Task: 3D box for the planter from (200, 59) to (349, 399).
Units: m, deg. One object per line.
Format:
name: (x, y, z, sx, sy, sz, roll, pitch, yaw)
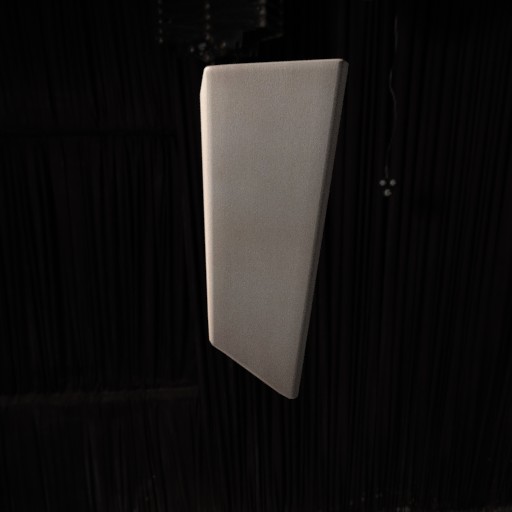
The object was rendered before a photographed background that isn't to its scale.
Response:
planter: (0.000, 0.000, 0.271, 0.060, 0.197, 0.150, -2, 13, -8)
